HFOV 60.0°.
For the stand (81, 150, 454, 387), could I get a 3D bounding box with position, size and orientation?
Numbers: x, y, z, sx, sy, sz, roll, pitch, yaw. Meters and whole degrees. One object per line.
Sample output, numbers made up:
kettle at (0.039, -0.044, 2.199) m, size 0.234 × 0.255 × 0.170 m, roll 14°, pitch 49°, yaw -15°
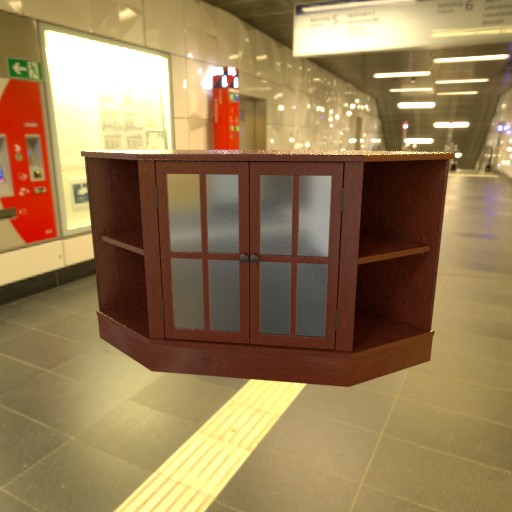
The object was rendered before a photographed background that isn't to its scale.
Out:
stand at (0.000, 0.000, 1.340) m, size 1.072 × 0.614 × 0.381 m, roll 2°, pitch 15°, yaw 8°
